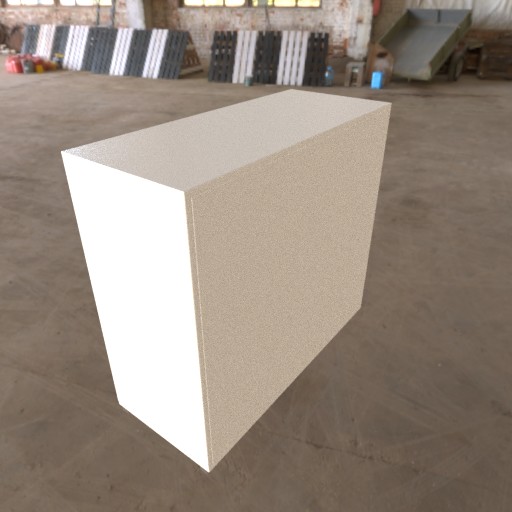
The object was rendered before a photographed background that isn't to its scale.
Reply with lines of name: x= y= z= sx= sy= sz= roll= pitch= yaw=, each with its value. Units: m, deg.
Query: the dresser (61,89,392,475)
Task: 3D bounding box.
dresser: x=0.000 y=0.000 z=1.684 sx=0.460 sy=1.000 sz=1.100 roll=21 pitch=37 yaw=31
